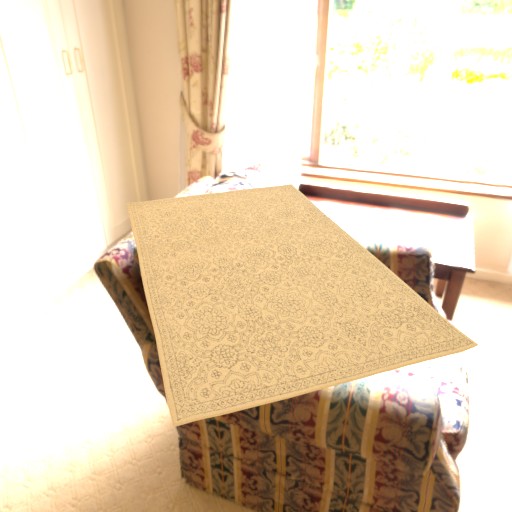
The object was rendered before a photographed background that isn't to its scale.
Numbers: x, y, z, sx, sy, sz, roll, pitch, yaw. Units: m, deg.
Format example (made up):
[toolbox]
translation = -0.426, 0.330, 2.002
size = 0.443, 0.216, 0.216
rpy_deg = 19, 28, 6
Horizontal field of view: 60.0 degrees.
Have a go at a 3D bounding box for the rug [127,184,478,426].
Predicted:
[rug]
translation = 0.000, 0.000, 2.986
size = 1.518, 0.023, 2.434
rpy_deg = -9, 31, -16
